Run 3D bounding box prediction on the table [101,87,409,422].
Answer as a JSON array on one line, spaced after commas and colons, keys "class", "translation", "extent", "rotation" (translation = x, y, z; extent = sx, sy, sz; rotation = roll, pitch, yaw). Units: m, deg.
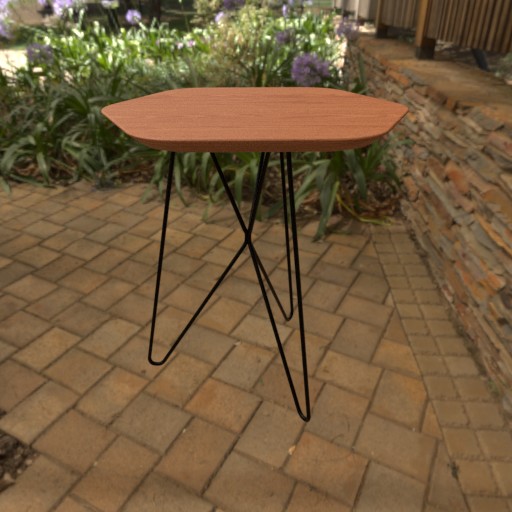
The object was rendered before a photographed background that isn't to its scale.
[{"class": "table", "translation": [0.000, 0.000, 0.865], "extent": [0.500, 0.562, 0.400], "rotation": [-1, 30, -1]}]
